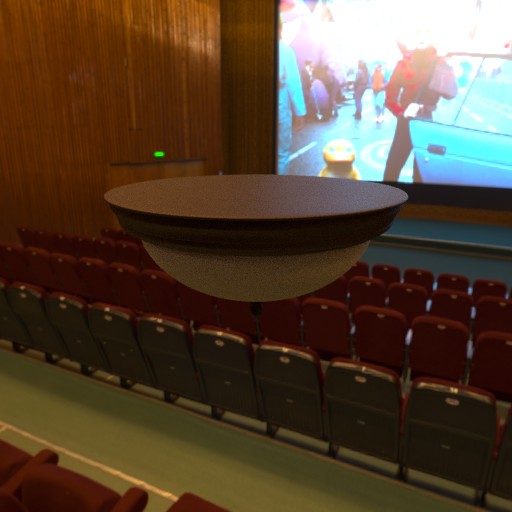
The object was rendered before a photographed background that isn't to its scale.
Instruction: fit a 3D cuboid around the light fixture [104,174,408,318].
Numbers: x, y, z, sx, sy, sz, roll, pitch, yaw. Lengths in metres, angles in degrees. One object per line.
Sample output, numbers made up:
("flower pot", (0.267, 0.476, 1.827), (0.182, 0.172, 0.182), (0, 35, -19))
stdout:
("light fixture", (0.000, 0.000, 0.447), (0.280, 0.135, 0.280), (0, 16, 0))
